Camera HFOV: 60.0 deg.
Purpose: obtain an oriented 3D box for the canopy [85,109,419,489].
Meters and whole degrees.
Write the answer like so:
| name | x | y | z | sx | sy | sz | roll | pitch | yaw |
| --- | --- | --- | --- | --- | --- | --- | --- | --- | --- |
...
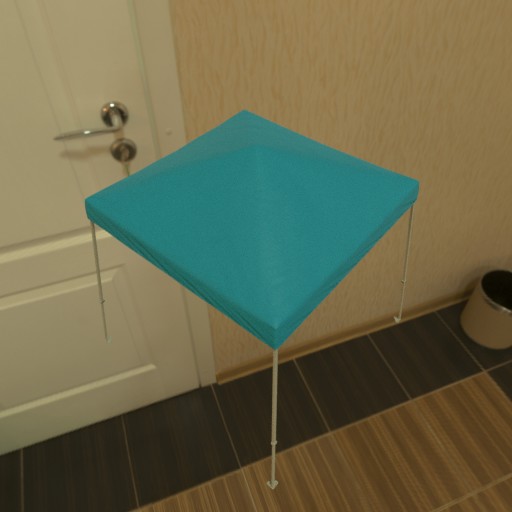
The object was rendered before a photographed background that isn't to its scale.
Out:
| name | x | y | z | sx | sy | sz | roll | pitch | yaw |
| --- | --- | --- | --- | --- | --- | --- | --- | --- | --- |
| canopy | 0.000 | 0.000 | 6.319 | 3.600 | 3.600 | 3.599 | 31 | 53 | 27 |
